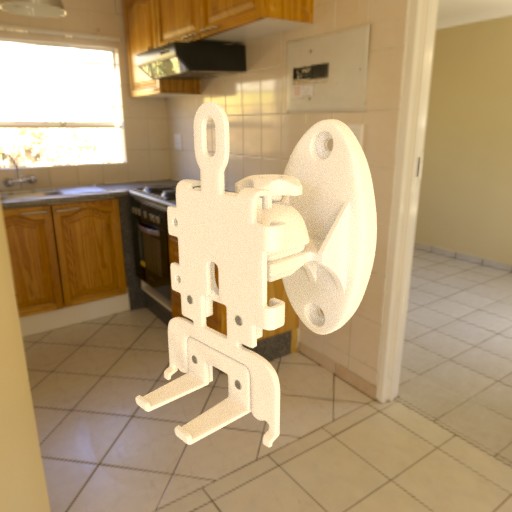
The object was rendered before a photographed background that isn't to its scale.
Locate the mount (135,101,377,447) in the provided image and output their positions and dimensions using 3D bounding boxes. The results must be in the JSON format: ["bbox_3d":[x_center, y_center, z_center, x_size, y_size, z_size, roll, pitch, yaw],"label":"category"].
[{"bbox_3d":[0.000,0.000,0.181,0.066,0.118,0.100,16,22,42],"label":"mount"}]
